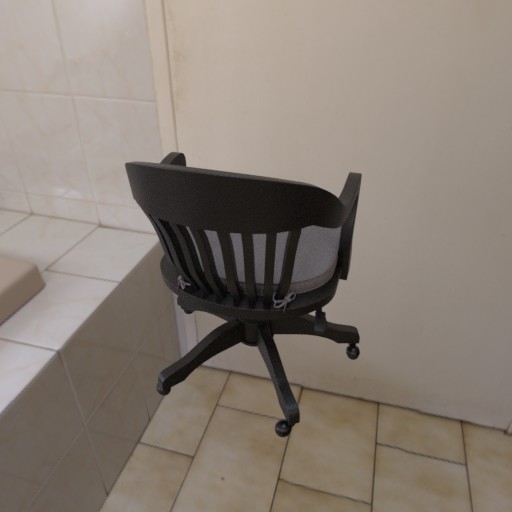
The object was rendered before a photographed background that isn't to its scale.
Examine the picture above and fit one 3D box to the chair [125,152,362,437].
[{"bbox_3d":[0.000,0.000,1.446,0.750,0.878,0.788,10,34,15],"label":"chair"}]
